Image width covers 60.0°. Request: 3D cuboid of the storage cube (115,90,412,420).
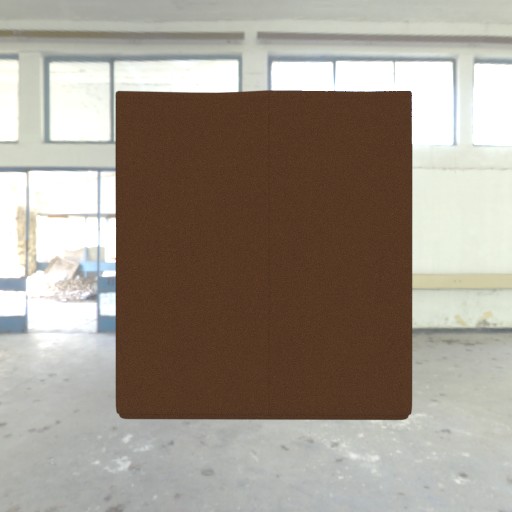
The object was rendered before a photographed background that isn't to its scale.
[{"bbox_3d":[0.000,0.000,0.505,0.270,0.280,0.270,0,0,1],"label":"storage cube"}]
